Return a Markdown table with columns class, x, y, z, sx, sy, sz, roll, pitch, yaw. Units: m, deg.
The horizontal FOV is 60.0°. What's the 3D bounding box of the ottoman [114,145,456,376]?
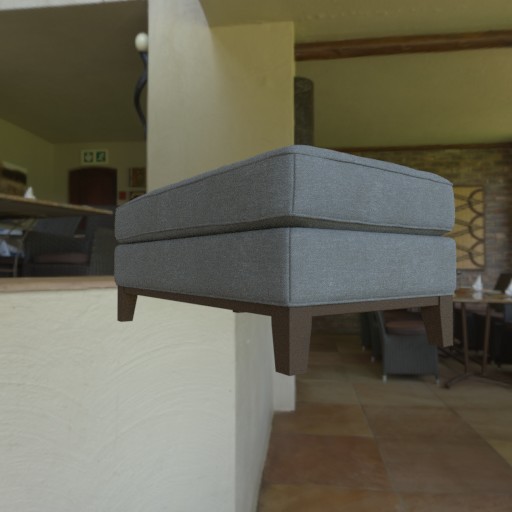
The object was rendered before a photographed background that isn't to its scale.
| class | x | y | z | sx | sy | sz | roll | pitch | yaw |
| --- | --- | --- | --- | --- | --- | --- | --- | --- | --- |
| ottoman | 0.000 | 0.000 | 1.525 | 0.648 | 0.514 | 1.143 | 1 | -1 | -35 |
